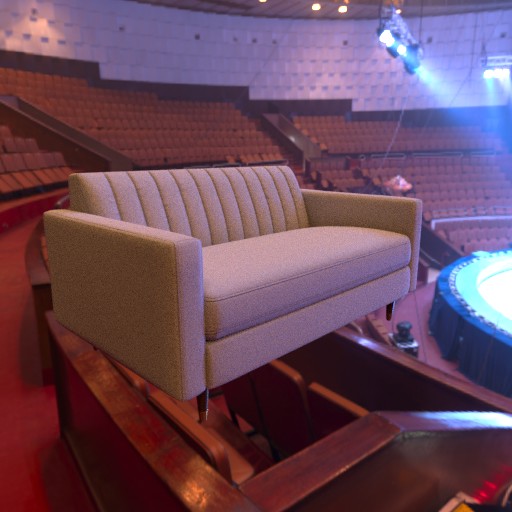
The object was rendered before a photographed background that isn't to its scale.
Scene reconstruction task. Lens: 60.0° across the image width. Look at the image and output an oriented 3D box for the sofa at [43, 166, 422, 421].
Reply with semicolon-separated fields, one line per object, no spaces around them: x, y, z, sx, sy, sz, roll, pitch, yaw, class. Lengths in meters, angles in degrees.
0.000;0.000;2.123;0.950;0.801;1.585;13;19;43;sofa
